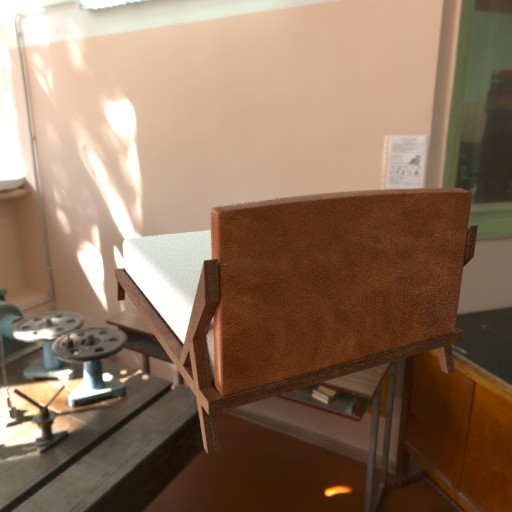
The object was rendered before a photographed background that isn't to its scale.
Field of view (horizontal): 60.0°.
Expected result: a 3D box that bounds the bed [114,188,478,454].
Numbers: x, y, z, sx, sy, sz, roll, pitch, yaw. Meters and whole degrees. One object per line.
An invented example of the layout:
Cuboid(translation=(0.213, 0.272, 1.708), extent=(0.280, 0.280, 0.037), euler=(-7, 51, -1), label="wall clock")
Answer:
Cuboid(translation=(0.000, 0.000, 3.237), extent=(1.651, 1.168, 2.311), euler=(-7, 17, -26), label="bed")
